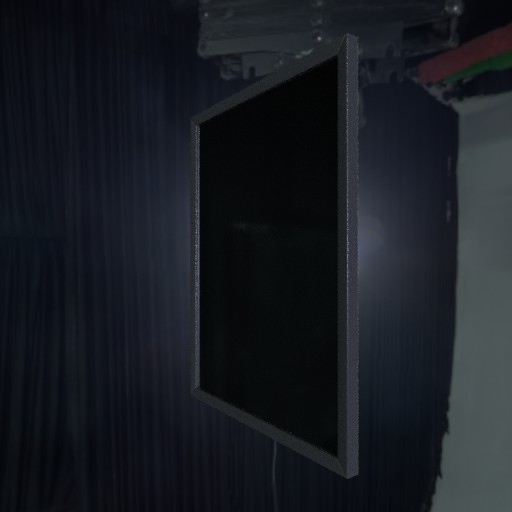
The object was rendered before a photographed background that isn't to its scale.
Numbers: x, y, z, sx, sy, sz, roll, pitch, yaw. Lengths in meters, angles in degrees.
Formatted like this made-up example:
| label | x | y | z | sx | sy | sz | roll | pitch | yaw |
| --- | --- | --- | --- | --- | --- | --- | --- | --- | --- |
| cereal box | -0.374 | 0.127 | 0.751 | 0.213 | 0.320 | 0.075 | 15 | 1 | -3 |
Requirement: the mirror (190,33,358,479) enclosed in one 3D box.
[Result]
| label | x | y | z | sx | sy | sz | roll | pitch | yaw |
| --- | --- | --- | --- | --- | --- | --- | --- | --- | --- |
| mirror | 0.000 | 0.000 | 1.328 | 0.040 | 1.016 | 0.762 | 0 | 0 | -36 |
